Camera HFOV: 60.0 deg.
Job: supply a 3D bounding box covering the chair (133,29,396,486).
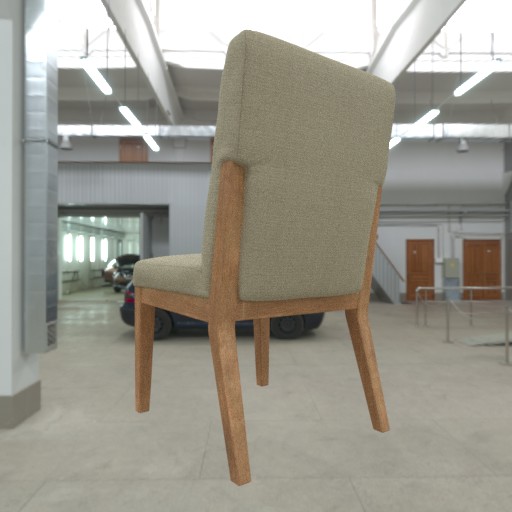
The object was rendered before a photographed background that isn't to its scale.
[{"bbox_3d":[0.000,0.000,1.228,0.507,0.911,0.586,0,0,-37],"label":"chair"}]
